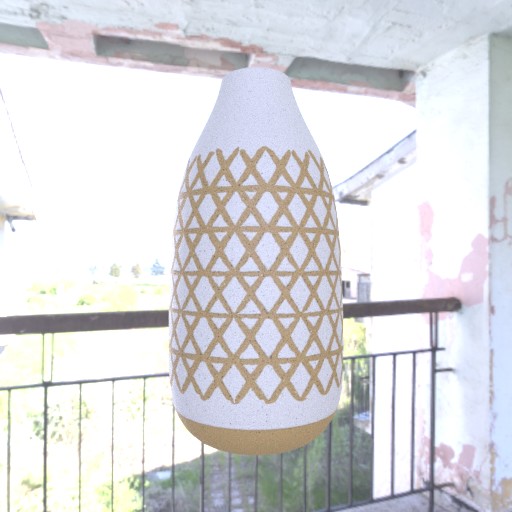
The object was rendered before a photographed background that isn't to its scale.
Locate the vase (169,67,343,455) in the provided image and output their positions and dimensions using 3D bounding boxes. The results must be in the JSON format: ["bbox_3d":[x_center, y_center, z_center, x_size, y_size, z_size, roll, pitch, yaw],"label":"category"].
[{"bbox_3d":[0.000,0.000,0.480,0.186,0.380,0.186,0,-1,0],"label":"vase"}]
